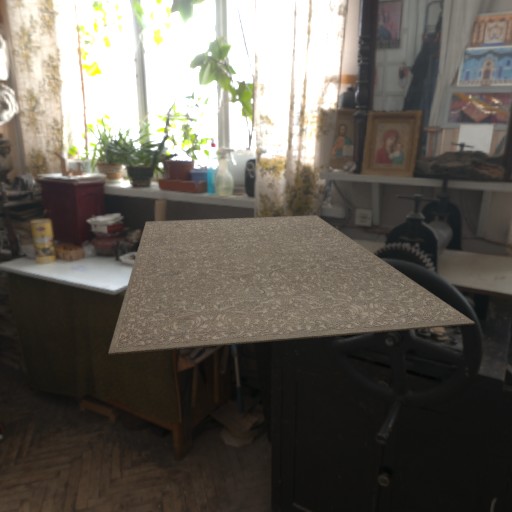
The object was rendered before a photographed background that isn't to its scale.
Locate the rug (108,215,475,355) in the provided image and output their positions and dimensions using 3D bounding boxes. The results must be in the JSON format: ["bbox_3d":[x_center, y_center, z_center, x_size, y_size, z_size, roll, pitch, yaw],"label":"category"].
[{"bbox_3d":[0.000,0.000,2.293,1.221,0.006,1.827,-3,17,-9],"label":"rug"}]
